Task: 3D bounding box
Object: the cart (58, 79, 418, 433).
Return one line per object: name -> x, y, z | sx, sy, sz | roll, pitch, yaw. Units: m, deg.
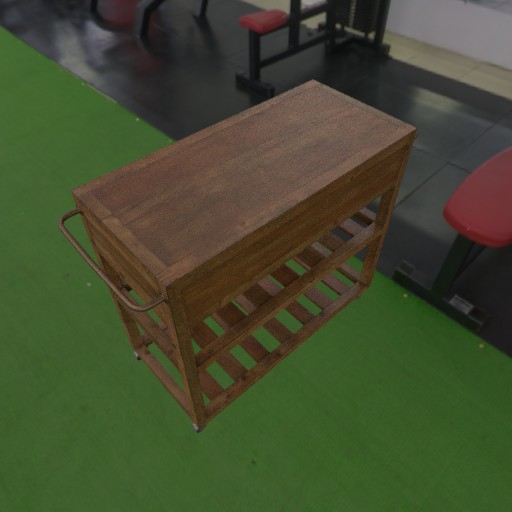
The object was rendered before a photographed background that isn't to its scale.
cart -> 0.000, 0.000, 1.546 | 1.065, 0.830, 0.445 | -34, 56, -27
